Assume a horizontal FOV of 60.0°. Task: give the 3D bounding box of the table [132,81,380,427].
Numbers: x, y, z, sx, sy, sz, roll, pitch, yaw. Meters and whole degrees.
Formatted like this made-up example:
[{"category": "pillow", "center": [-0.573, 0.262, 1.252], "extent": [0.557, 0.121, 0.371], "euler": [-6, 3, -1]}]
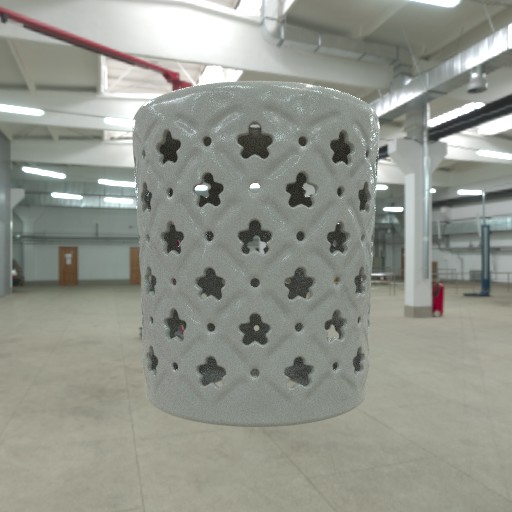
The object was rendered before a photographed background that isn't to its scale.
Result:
[{"category": "table", "center": [0.000, 0.000, 0.649], "extent": [0.352, 0.387, 0.352], "euler": [0, 0, 0]}]
